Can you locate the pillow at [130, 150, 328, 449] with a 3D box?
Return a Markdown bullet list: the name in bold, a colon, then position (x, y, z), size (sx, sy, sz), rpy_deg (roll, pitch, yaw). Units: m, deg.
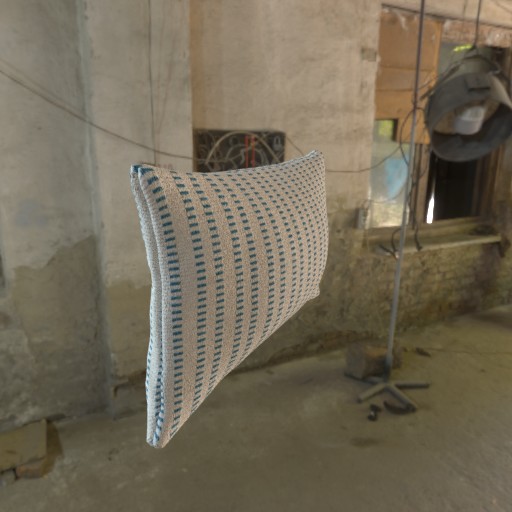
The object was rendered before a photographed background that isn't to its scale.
- **pillow**: position (0.000, 0.000, 0.790), size (0.210, 0.353, 0.640), rpy_deg (7, 17, 25)
